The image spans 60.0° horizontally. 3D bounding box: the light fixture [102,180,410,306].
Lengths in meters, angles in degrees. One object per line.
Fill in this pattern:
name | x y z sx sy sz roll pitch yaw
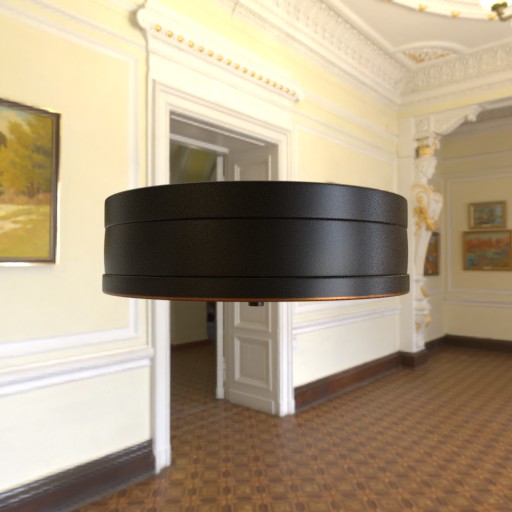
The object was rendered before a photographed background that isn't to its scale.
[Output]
light fixture | 0.000 0.000 0.432 0.283 0.097 0.283 0 -1 0
